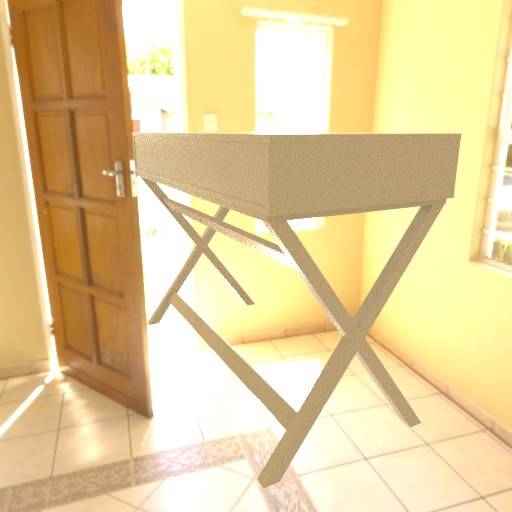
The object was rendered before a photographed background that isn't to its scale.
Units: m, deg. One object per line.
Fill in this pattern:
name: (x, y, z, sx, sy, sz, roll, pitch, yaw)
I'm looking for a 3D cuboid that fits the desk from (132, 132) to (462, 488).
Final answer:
desk: (0.000, 0.000, 1.454, 0.509, 0.780, 1.059, -8, 18, -27)
